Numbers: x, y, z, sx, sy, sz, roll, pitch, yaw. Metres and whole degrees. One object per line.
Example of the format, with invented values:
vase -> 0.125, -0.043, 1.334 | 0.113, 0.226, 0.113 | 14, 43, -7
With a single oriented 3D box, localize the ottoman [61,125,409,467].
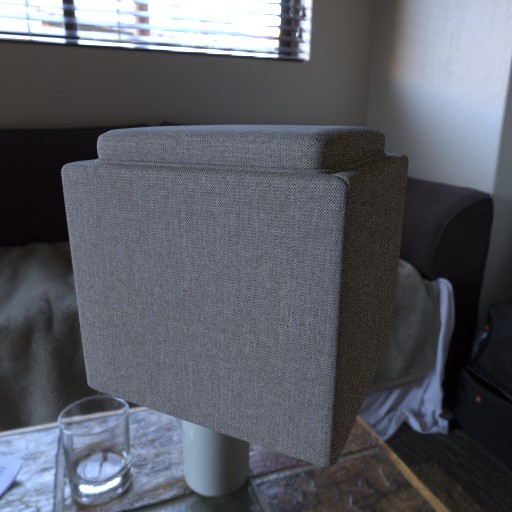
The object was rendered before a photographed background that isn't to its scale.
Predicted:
ottoman -> 0.000, 0.000, 0.811 | 0.450, 0.460, 0.450 | 8, 19, 25
